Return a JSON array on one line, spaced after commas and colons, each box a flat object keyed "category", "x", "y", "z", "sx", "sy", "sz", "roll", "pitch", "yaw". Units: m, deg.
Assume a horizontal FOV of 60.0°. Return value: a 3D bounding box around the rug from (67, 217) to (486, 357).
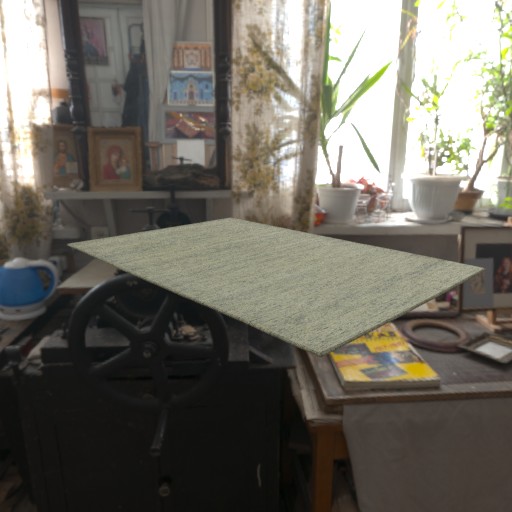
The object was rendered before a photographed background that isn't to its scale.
[{"category": "rug", "x": 0.000, "y": 0.000, "z": 2.305, "sx": 1.243, "sy": 0.014, "sz": 1.846, "roll": -14, "pitch": 21, "yaw": -42}]
